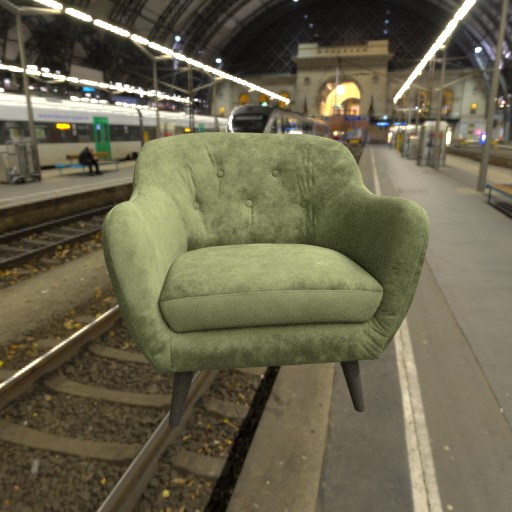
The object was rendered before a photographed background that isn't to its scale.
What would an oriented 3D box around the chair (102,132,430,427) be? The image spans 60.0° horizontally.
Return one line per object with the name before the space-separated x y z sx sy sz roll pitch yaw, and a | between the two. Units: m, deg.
chair | 0.000 0.000 1.488 0.840 0.804 0.819 -2 15 -7
